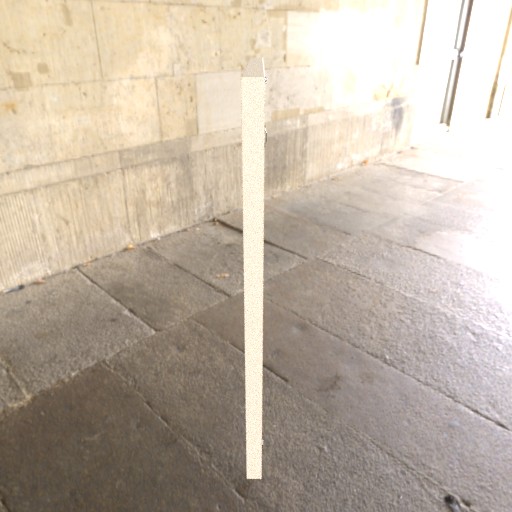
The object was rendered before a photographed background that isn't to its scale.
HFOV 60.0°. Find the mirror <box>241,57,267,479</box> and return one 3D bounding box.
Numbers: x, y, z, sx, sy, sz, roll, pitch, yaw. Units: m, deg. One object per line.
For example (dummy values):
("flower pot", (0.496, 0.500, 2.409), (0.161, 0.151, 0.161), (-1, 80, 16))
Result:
("mirror", (0.000, 0.000, 1.151), (0.041, 0.915, 0.609), (0, 27, 0))
